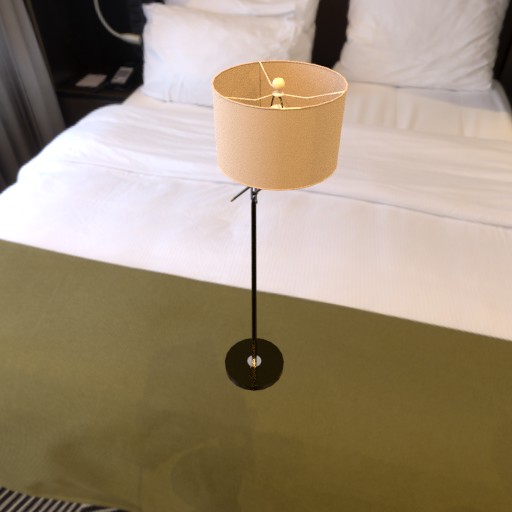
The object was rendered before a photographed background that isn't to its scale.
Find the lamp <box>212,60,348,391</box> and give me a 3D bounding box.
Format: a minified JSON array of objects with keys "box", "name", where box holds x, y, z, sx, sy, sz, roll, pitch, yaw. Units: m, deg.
[{"box":[0.000,0.000,1.909,0.373,1.635,0.809,-11,42,-13],"name":"lamp"}]
